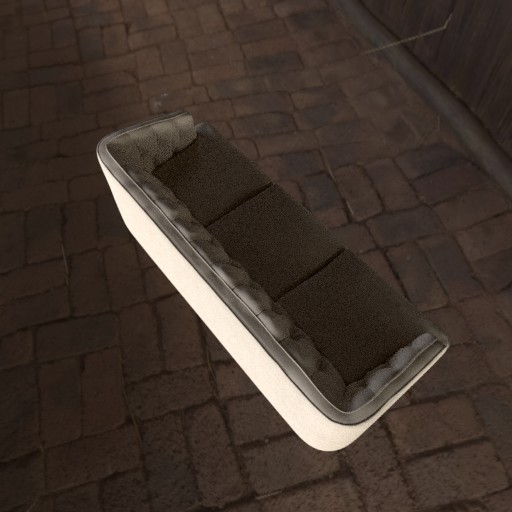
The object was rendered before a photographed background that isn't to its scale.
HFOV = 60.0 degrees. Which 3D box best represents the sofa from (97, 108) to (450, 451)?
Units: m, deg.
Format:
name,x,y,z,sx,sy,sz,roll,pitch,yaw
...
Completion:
name,x,y,z,sx,sy,sz,roll,pitch,yaw
sofa,0.000,0.000,2.700,0.913,0.788,2.235,-35,64,-20
